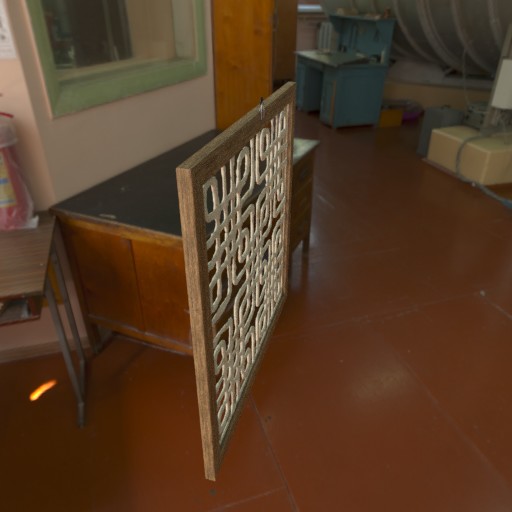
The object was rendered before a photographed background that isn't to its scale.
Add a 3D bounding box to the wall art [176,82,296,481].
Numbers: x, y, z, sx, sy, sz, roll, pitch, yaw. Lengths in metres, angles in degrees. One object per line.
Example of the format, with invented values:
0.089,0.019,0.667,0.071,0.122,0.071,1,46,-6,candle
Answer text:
0.000,0.000,0.848,0.021,0.582,0.561,8,32,14,wall art
